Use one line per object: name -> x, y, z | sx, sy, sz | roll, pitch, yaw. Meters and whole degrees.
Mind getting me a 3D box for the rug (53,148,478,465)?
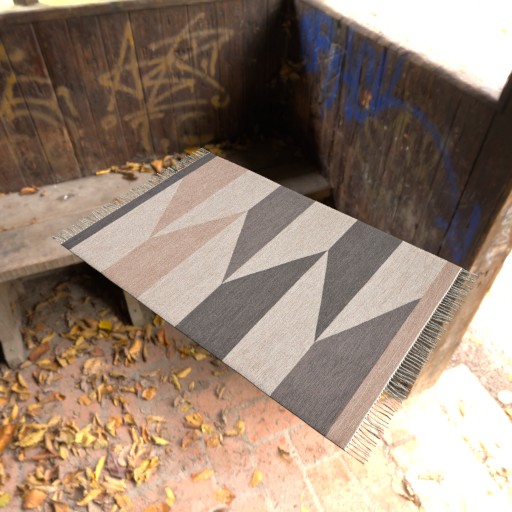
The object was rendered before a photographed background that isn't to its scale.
rug -> 0.000, 0.000, 2.418 | 2.021, 0.027, 1.224 | 29, 52, 26
